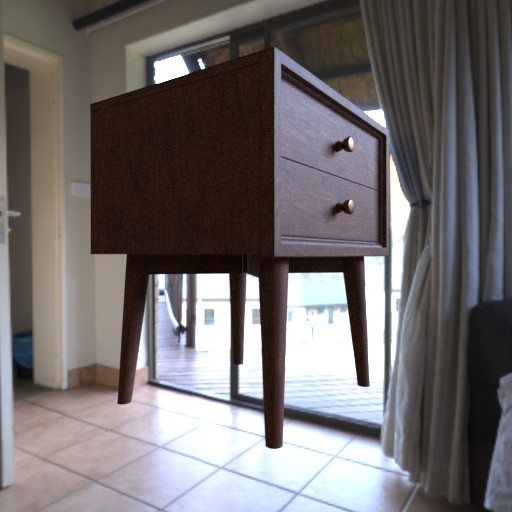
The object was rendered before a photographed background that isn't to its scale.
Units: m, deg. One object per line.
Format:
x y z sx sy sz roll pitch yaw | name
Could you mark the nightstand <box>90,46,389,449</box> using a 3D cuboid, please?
0.000 0.000 0.972 0.445 0.607 0.521 0 0 34 | nightstand
